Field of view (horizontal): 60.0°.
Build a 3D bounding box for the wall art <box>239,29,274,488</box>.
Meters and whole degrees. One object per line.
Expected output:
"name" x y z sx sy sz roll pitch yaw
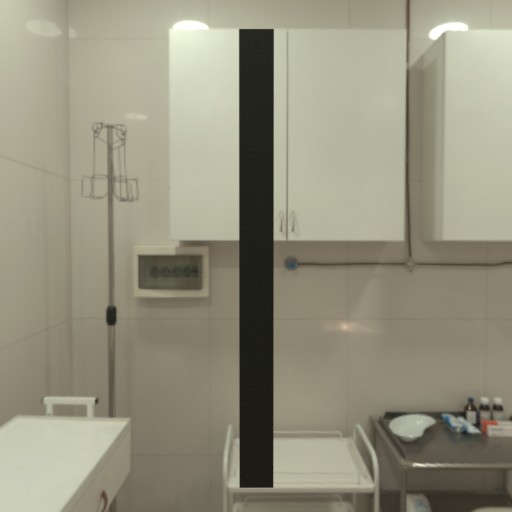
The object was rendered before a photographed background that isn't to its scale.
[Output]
"wall art" 0.000 0.000 0.532 0.029 0.381 0.330 0 2 0
